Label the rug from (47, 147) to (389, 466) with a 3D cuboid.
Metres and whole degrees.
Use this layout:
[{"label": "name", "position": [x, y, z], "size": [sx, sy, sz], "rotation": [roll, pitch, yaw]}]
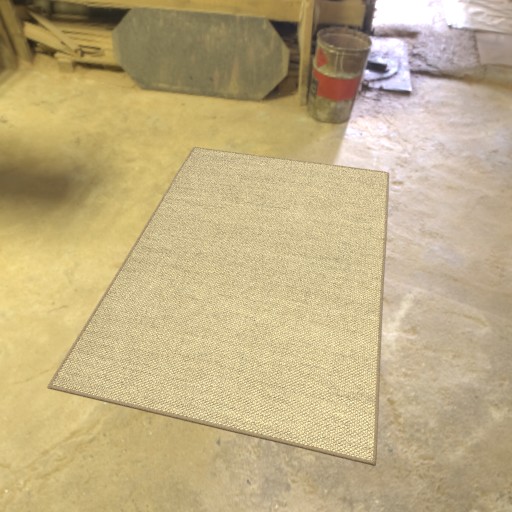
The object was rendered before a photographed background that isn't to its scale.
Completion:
[{"label": "rug", "position": [0.000, 0.000, 2.657], "size": [1.517, 0.013, 2.115], "rotation": [10, 47, 9]}]
